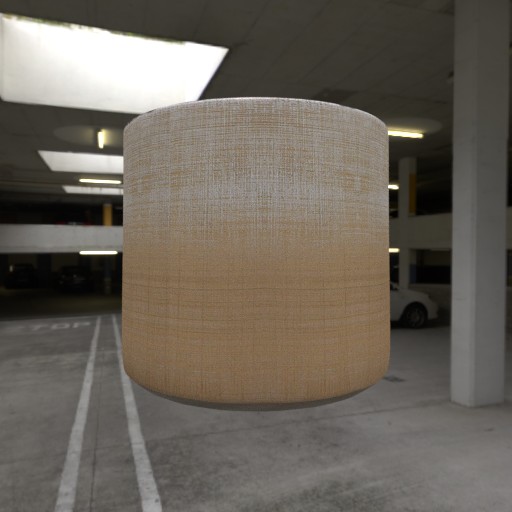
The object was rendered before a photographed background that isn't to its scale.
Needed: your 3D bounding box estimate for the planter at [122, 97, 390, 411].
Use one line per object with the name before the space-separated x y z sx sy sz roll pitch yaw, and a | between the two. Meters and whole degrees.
planter | 0.000 0.000 0.380 0.221 0.201 0.221 0 1 0
